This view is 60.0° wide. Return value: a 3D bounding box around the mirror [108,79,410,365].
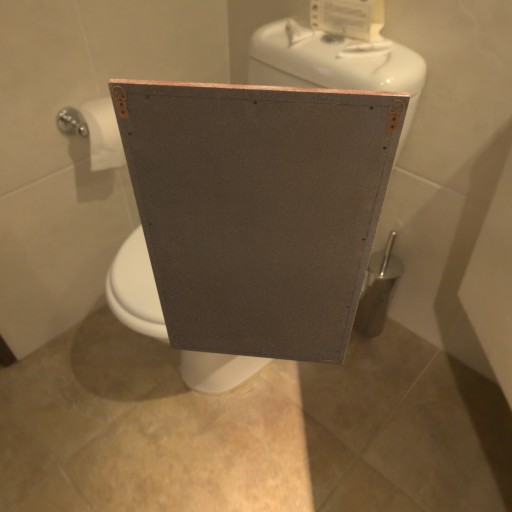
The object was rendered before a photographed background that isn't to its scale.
[{"bbox_3d":[0.000,0.000,1.004,0.495,0.787,0.058,4,45,4],"label":"mirror"}]
